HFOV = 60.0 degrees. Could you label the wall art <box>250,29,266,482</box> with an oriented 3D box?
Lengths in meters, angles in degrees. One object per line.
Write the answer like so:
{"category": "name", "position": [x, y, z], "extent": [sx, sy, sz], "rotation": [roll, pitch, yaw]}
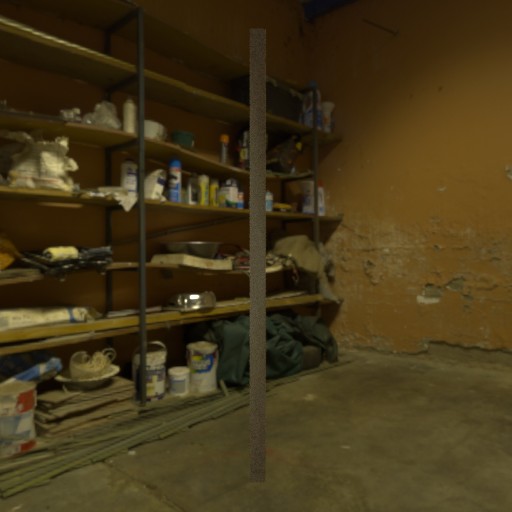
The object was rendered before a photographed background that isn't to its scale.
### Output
{"category": "wall art", "position": [0.000, 0.000, 1.125], "extent": [0.027, 0.762, 0.762], "rotation": [0, 0, 0]}
